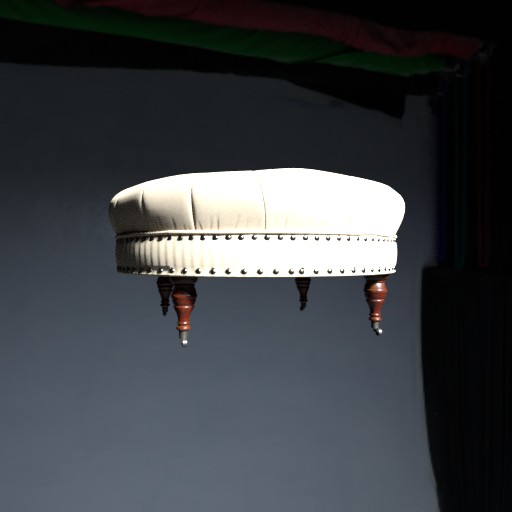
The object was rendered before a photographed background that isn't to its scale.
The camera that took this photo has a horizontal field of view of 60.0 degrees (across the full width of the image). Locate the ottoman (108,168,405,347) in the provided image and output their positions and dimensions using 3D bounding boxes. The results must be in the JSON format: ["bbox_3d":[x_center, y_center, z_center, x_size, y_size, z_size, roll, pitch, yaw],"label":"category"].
[{"bbox_3d":[0.000,0.000,1.409,0.901,0.439,0.901,0,0,0],"label":"ottoman"}]
